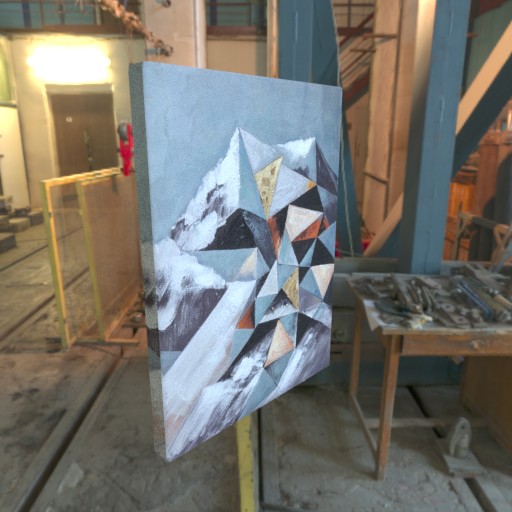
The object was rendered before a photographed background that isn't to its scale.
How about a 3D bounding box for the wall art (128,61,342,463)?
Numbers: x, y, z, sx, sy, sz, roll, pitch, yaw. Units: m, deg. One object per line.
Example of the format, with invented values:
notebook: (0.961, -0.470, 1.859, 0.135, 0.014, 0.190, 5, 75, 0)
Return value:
wall art: (0.000, 0.000, 0.816, 0.037, 0.613, 0.455, 14, 21, 42)
